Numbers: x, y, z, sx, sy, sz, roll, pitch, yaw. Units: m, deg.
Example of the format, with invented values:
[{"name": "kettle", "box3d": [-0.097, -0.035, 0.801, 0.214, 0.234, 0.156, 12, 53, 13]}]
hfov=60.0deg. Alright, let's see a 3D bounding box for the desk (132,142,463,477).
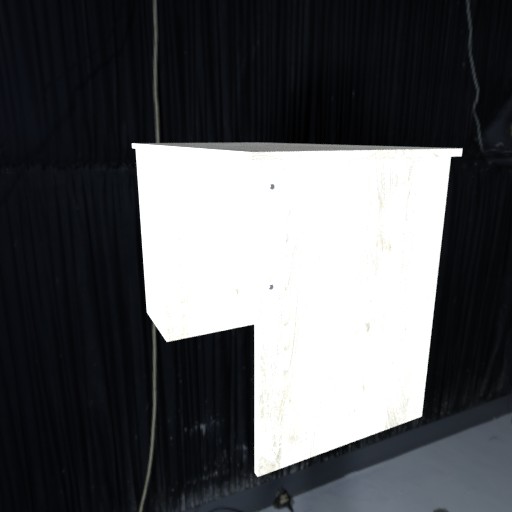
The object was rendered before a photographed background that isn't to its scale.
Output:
[{"name": "desk", "box3d": [0.000, 0.000, 1.506, 0.560, 0.730, 1.096, -7, 17, -25]}]
